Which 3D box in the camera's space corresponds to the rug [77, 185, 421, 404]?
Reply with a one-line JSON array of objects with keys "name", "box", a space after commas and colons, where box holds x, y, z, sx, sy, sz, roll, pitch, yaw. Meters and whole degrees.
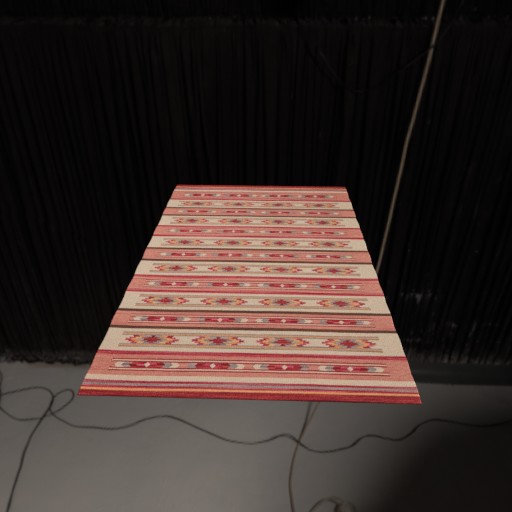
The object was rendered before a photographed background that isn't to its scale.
[{"name": "rug", "box": [0.000, 0.000, 2.993, 1.535, 0.010, 2.431, 1, 31, 2]}]
